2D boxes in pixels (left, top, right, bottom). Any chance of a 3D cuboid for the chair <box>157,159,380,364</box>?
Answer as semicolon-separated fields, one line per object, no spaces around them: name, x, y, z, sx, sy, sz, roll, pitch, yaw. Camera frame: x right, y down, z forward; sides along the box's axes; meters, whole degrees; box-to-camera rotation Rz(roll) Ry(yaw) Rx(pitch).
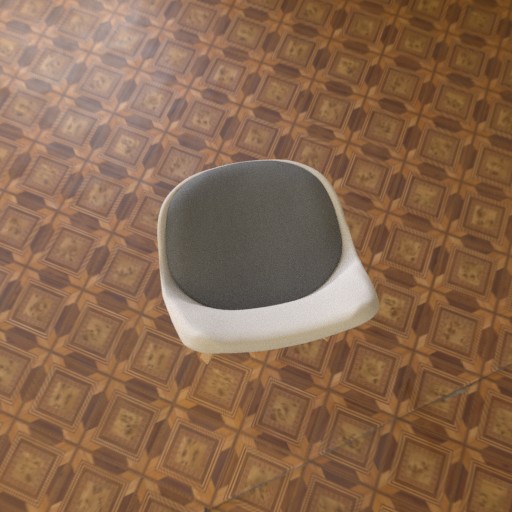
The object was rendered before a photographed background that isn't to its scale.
chair;0.000;0.000;1.157;0.485;0.850;0.550;-10;73;-3
